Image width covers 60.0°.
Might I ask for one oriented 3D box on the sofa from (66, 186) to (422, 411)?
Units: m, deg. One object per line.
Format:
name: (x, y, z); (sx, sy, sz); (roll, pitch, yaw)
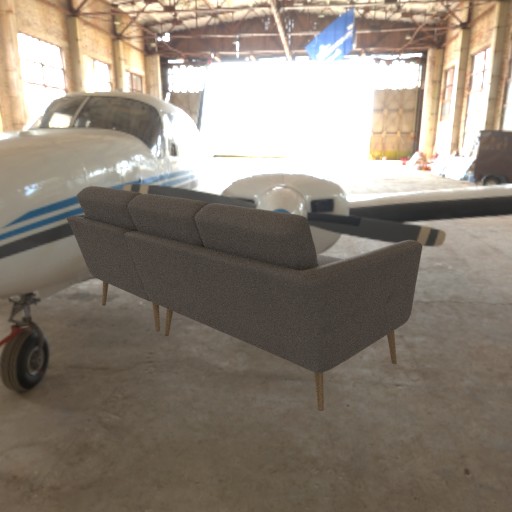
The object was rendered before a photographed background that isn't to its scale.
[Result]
sofa: (0.000, 0.000, 2.817); (2.040, 0.860, 1.530); (13, 20, 42)
